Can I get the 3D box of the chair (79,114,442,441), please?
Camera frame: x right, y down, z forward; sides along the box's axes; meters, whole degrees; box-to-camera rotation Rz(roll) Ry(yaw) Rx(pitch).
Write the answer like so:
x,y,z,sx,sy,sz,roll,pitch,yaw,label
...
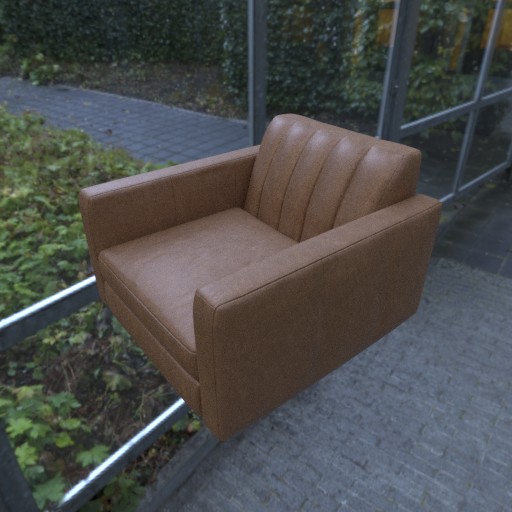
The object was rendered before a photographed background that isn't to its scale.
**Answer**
x,y,z,sx,sy,sz,roll,pitch,yaw,label
0.000,0.000,1.699,0.998,0.819,0.953,-23,38,-32,chair
